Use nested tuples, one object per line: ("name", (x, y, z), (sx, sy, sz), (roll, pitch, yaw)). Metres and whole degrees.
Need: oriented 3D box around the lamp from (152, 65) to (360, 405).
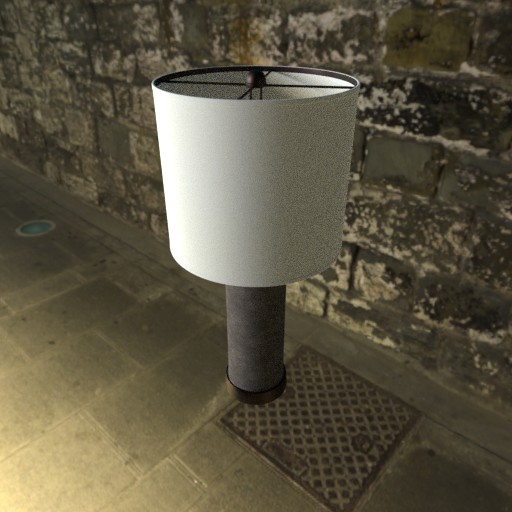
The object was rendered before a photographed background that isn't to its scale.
("lamp", (0.000, 0.000, 0.805), (0.301, 0.630, 0.301), (-19, 35, -29))
